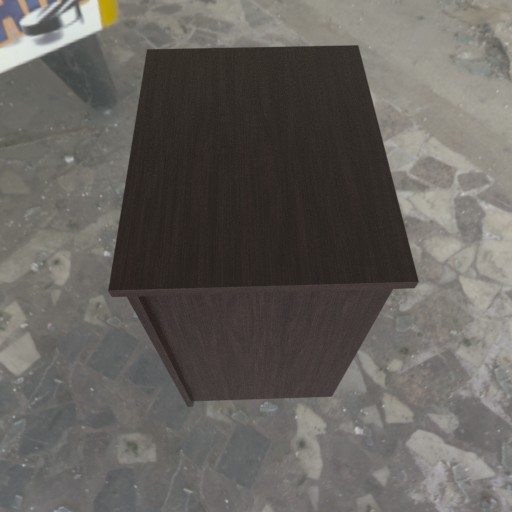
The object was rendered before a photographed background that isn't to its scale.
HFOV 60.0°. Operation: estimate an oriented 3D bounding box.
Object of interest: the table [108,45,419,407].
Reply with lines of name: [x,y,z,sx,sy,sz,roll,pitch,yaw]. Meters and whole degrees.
table: [0.000,0.000,0.931,0.381,0.635,0.480,-2,58,-1]
